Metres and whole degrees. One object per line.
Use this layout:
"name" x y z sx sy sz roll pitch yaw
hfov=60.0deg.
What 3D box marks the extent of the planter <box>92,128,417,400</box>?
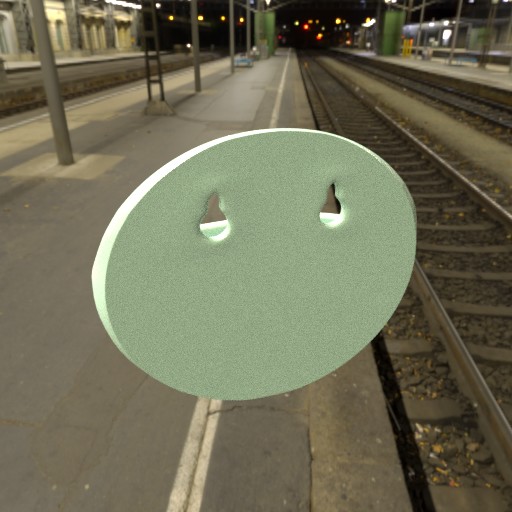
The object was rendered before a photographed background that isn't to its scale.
"planter" 0.000 0.000 0.273 0.189 0.164 0.073 -8 27 -15
